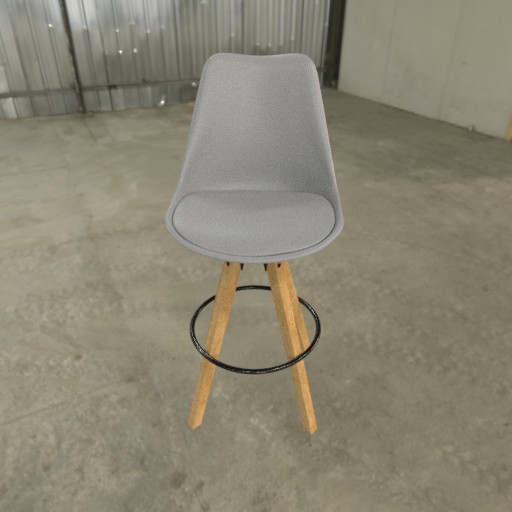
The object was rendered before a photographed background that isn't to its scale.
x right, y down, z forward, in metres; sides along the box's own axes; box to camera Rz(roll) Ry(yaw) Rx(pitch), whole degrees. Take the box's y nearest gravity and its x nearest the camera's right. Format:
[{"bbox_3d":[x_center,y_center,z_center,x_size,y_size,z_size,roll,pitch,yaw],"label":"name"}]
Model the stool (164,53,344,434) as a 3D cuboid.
[{"bbox_3d":[0.000,0.000,1.407,0.485,1.115,0.550,1,32,2],"label":"stool"}]
